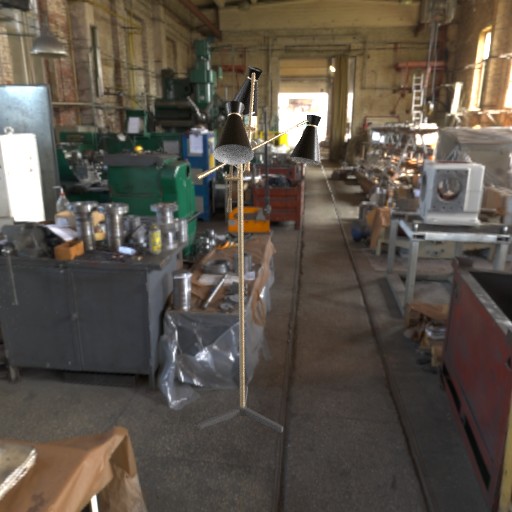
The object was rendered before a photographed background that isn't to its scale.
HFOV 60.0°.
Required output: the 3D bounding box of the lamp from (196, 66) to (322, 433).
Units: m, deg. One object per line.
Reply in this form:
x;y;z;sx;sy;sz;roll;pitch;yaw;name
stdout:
0.000;0.000;2.190;0.653;1.804;0.750;-8;18;-26;lamp
